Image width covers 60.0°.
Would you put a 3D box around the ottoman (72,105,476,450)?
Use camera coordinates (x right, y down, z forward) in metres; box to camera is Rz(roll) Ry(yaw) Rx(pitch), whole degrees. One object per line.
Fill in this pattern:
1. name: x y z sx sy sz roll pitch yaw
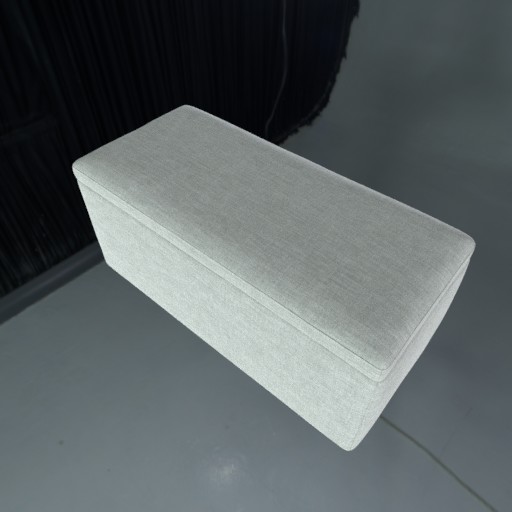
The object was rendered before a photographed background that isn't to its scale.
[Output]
1. ottoman: 0.000 0.000 1.146 0.902 0.432 0.419 32 55 26
